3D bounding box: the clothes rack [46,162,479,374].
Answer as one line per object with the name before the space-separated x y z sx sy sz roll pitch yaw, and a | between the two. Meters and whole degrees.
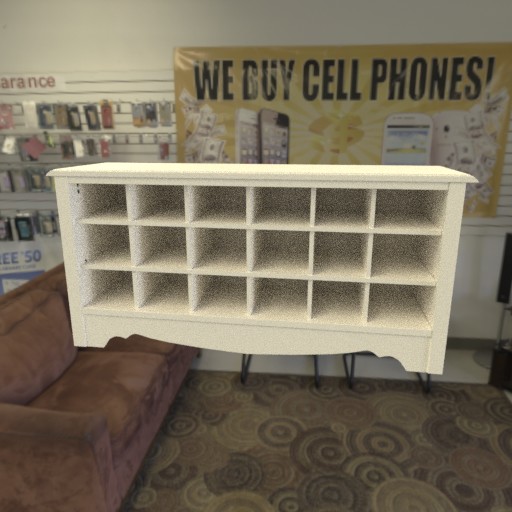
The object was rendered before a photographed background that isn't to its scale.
clothes rack | 0.000 0.000 1.356 1.120 0.531 0.324 2 16 9
